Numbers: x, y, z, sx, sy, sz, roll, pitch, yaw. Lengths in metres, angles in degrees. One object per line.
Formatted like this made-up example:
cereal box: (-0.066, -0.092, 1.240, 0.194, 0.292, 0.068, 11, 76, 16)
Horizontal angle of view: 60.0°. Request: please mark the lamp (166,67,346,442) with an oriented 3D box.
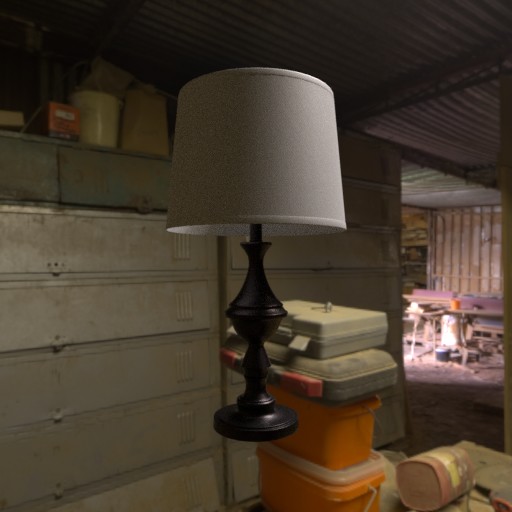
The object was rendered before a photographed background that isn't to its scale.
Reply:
lamp: (0.000, 0.000, 0.958, 0.383, 0.726, 0.383, 0, -1, 0)
